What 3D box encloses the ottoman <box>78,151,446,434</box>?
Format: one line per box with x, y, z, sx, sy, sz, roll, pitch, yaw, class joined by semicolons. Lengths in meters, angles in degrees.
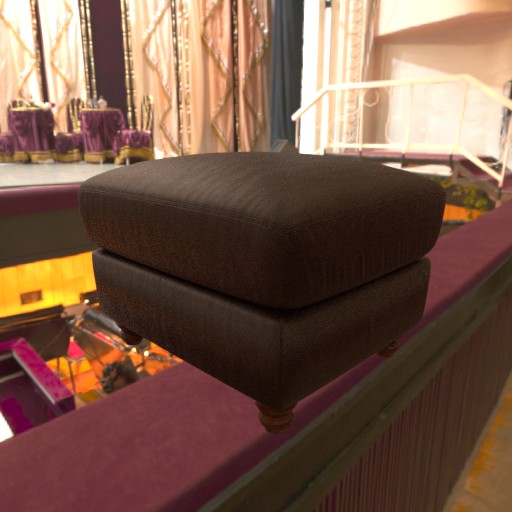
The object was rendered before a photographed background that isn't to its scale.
0.000;0.000;1.253;0.806;0.569;0.670;14;21;43;ottoman
